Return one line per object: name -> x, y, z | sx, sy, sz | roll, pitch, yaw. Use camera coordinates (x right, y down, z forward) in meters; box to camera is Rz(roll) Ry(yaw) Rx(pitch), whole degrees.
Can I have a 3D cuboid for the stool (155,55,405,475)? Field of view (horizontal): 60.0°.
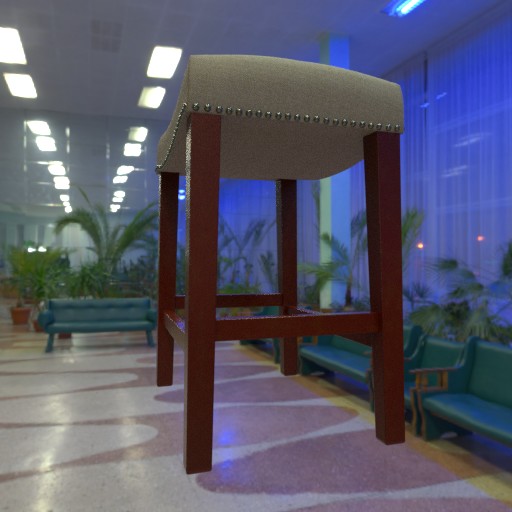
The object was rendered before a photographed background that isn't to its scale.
stool -> 0.000, 0.000, 0.927 | 0.375, 0.632, 0.509 | 0, -1, -18
